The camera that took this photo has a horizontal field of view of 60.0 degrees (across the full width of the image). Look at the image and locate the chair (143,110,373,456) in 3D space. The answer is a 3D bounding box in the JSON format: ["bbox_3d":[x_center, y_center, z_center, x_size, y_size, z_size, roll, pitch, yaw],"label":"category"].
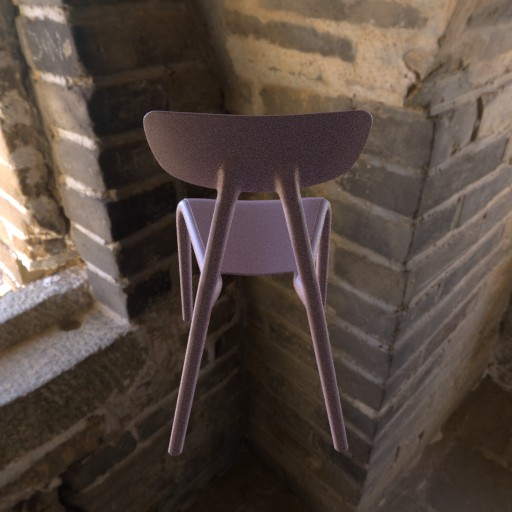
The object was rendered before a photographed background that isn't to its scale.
[{"bbox_3d":[0.000,0.000,0.809,0.356,0.580,0.401,-1,30,-1],"label":"chair"}]
